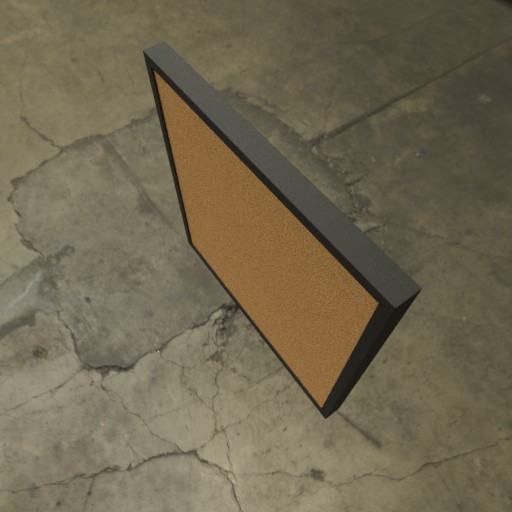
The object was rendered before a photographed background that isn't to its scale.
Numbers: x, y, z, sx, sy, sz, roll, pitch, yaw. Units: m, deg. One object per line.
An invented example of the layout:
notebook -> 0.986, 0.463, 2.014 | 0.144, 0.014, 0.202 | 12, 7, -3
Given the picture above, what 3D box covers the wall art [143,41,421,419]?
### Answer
wall art -> 0.000, 0.000, 0.756 | 0.037, 0.508, 0.508 | -32, 64, -18
